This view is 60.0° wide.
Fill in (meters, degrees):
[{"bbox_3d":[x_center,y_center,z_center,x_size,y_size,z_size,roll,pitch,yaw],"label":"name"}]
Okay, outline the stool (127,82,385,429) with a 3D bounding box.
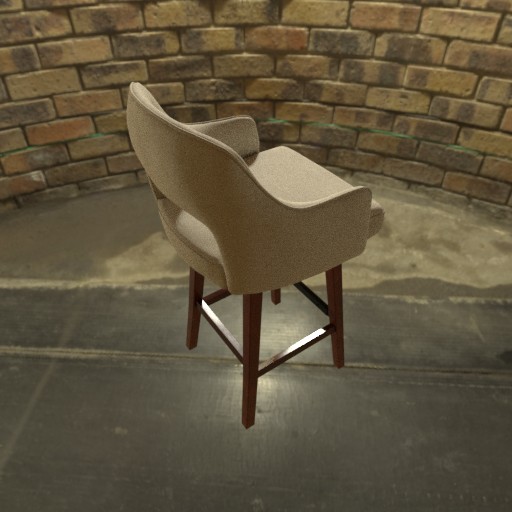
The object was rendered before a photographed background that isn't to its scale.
[{"bbox_3d":[0.000,0.000,1.341,0.560,1.041,0.550,-24,46,-26],"label":"stool"}]
